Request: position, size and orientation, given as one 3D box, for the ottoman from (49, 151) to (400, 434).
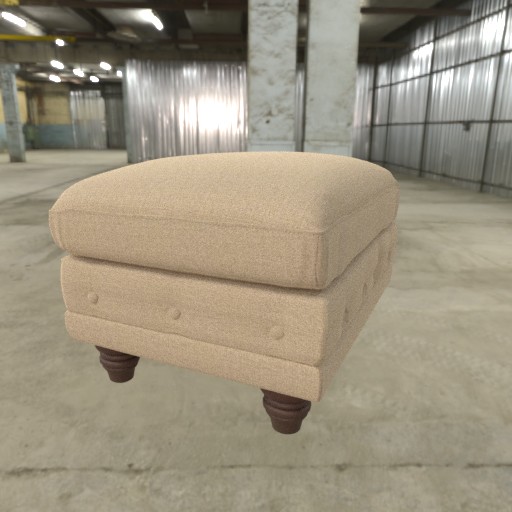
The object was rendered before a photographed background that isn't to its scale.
[{"bbox_3d":[0.000,0.000,1.016,0.541,0.463,0.684,7,17,25],"label":"ottoman"}]
